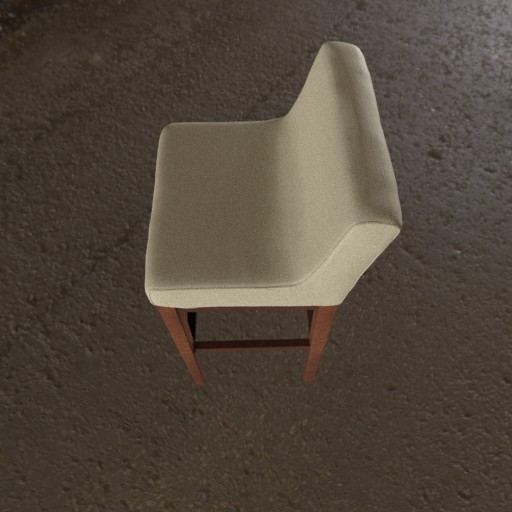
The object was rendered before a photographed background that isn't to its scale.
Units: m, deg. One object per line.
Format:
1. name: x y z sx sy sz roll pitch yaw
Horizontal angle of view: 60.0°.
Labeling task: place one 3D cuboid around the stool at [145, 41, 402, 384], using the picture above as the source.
1. stool: 0.000 0.000 1.293 0.500 1.037 0.511 -1 59 -1
